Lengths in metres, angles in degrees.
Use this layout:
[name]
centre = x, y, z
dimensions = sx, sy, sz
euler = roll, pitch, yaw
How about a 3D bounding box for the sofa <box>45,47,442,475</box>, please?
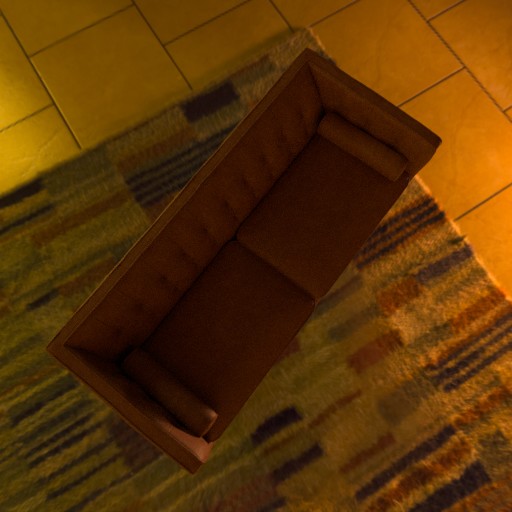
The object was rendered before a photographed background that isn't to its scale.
[sofa]
centre = 0.000, 0.000, 2.546
dimensions = 0.912, 0.798, 2.079
euler = 37, 80, 8
